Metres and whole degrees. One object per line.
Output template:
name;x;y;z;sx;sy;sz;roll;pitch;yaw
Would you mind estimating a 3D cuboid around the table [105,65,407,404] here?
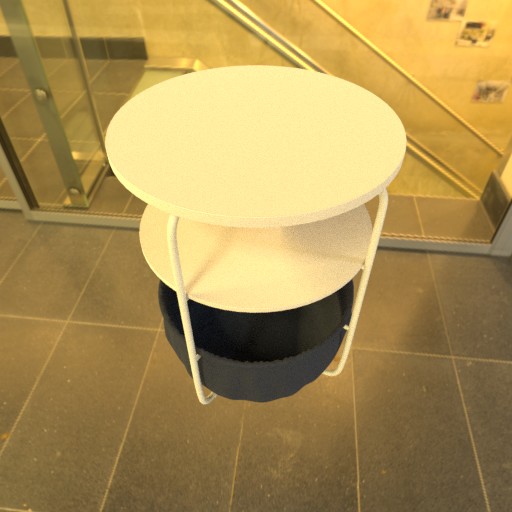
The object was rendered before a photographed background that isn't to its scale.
table;0.000;0.000;0.820;0.418;0.532;0.418;-9;46;-9
